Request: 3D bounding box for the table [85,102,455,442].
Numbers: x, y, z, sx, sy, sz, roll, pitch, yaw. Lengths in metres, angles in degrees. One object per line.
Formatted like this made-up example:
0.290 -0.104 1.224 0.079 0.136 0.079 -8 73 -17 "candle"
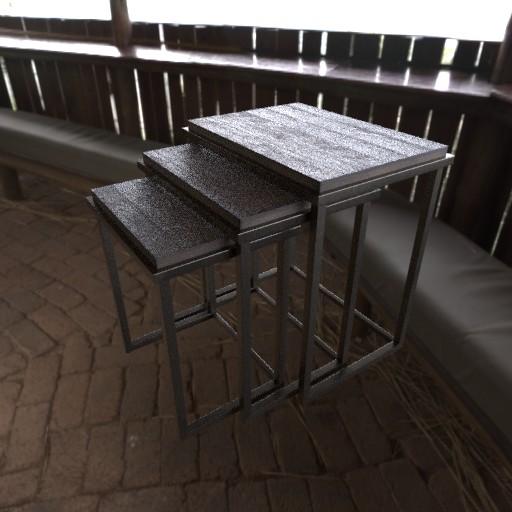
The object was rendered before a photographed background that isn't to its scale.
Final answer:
0.000 0.000 1.174 0.706 0.610 0.559 -19 36 -29 "table"
